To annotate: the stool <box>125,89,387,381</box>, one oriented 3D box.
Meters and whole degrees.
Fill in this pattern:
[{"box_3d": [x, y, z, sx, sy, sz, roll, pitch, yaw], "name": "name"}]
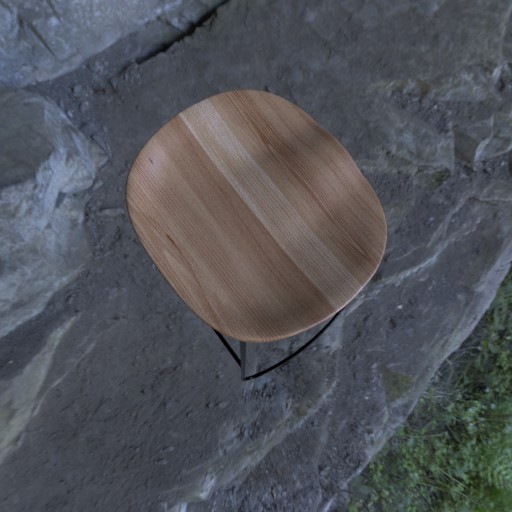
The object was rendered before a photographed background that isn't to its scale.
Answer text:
[{"box_3d": [0.000, 0.000, 0.988, 0.401, 0.679, 0.480, -37, 79, -8], "name": "stool"}]
